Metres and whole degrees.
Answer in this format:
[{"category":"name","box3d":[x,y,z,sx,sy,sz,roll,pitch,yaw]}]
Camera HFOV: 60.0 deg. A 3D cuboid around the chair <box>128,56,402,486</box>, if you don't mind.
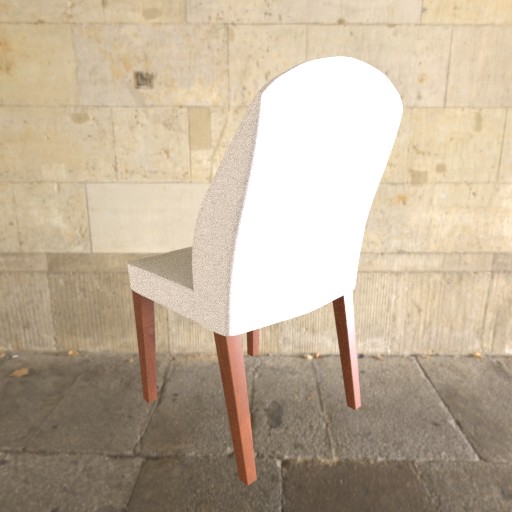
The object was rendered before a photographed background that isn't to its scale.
[{"category":"chair","box3d":[0.000,0.000,1.153,0.472,0.893,0.540,-14,20,-42]}]
